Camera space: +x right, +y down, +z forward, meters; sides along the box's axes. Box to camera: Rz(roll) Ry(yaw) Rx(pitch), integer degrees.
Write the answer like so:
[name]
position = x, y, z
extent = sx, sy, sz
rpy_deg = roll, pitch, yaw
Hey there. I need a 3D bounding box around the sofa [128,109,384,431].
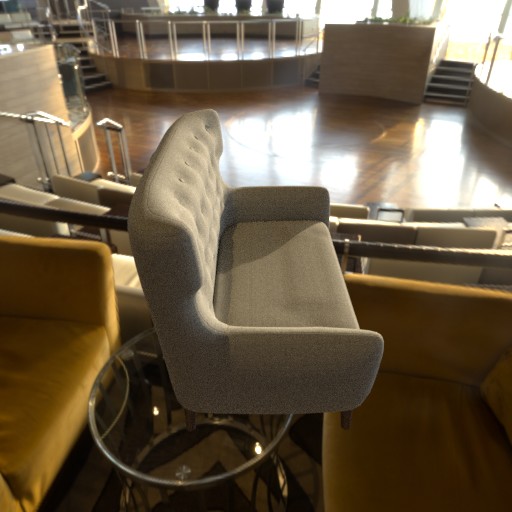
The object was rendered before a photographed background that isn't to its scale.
[sofa]
position = 0.000, 0.000, 2.070
extent = 0.884, 1.028, 1.386
rpy_deg = 0, 32, -1
